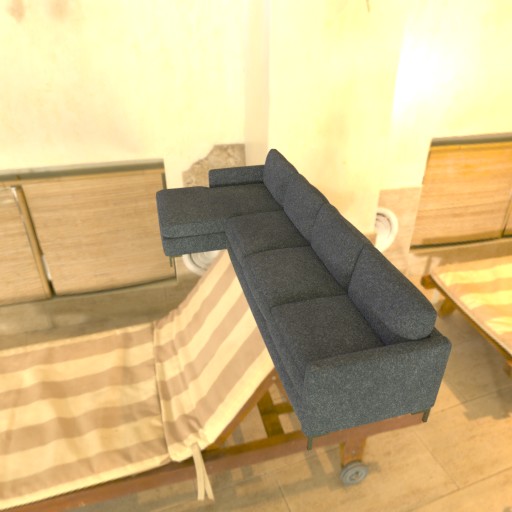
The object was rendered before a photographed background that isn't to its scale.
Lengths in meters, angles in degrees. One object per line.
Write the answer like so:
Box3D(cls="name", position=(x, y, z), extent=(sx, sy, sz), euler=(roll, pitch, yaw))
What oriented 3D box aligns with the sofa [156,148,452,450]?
Box3D(cls="sofa", position=(0.000, 0.000, 3.426), extent=(1.350, 0.810, 2.932), euler=(-8, 32, -13))
